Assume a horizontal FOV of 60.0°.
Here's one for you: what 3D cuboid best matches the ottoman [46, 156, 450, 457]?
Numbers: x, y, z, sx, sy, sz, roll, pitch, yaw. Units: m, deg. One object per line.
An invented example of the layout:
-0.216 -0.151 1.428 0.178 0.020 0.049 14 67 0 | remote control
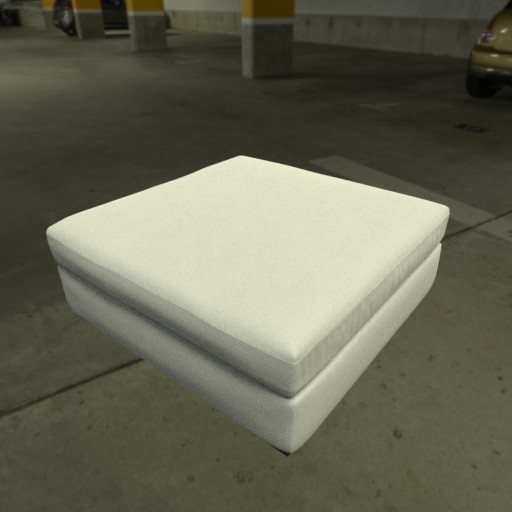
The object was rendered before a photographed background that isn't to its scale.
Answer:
0.000 0.000 1.809 1.167 0.482 1.163 22 36 33 | ottoman
